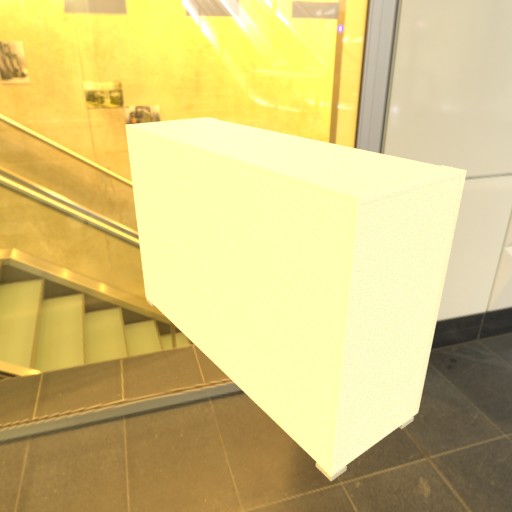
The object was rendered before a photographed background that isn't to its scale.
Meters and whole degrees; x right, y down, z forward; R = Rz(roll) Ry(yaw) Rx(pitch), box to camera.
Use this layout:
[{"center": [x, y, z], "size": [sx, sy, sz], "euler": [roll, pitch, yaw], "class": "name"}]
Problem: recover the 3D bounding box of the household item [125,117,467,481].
[{"center": [0.000, 0.000, 1.710], "size": [0.420, 0.867, 1.300], "euler": [-17, 30, -33], "class": "household item"}]
